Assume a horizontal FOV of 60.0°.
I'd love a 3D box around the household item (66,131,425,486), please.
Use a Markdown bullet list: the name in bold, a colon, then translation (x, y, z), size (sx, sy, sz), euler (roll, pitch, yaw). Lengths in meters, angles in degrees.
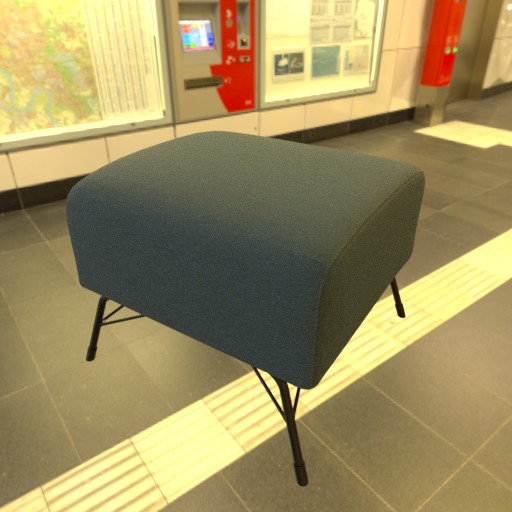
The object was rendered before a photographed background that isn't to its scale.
- **household item**: translation (0.000, 0.000, 0.907), size (0.530, 0.420, 0.530), euler (18, 34, 28)
